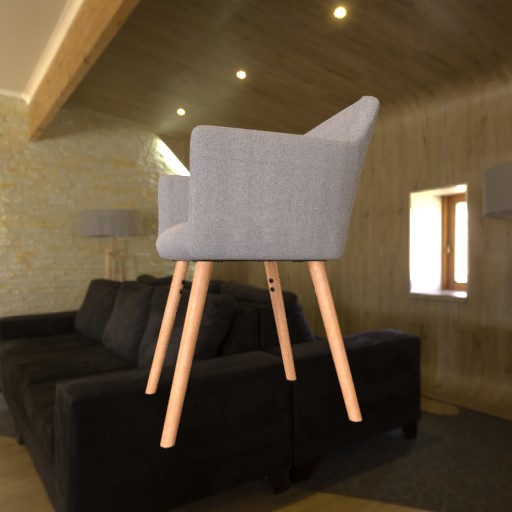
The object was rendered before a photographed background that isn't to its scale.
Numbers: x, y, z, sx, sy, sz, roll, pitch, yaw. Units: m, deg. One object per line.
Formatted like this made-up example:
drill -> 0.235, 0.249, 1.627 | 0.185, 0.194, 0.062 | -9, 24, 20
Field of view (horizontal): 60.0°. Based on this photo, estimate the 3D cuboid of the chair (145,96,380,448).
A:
chair -> 0.000, 0.000, 1.169 | 0.540, 0.780, 0.570 | 0, 0, -19
